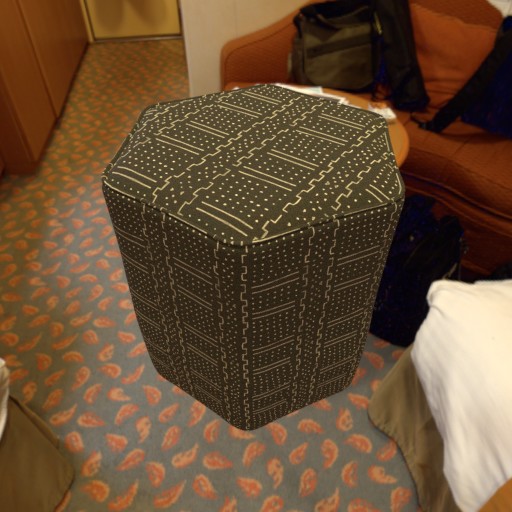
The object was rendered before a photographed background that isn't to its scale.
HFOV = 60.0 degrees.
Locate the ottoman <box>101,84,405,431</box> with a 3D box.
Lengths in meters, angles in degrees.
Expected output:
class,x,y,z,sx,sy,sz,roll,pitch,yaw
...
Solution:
class,x,y,z,sx,sy,sz,roll,pitch,yaw
ottoman,0.000,0.000,0.864,0.494,0.502,0.443,26,49,25
